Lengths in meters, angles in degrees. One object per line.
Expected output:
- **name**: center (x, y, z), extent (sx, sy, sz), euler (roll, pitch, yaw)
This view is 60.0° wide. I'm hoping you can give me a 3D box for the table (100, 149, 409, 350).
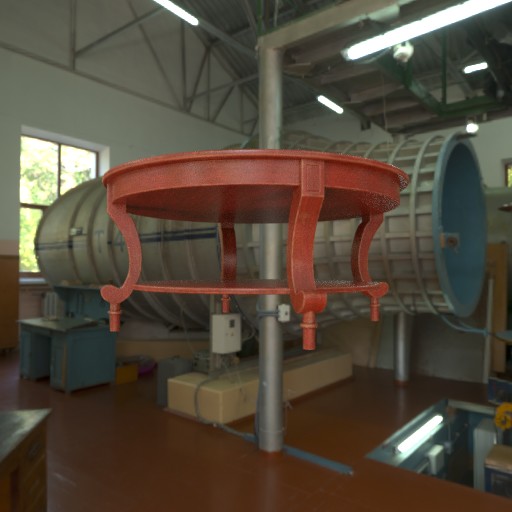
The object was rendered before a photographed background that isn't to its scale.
- **table**: center (0.000, 0.000, 1.560), extent (1.029, 0.486, 1.029), euler (0, -1, 0)
